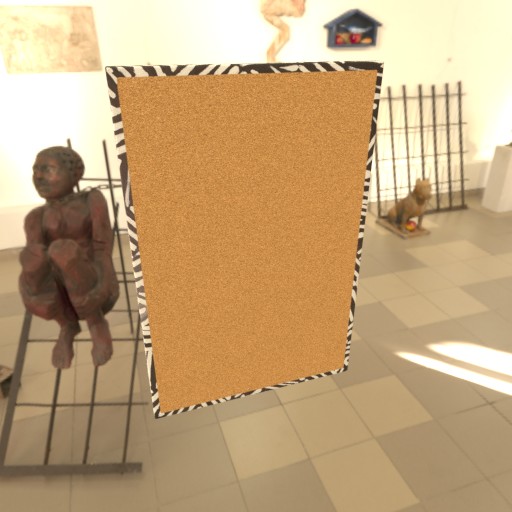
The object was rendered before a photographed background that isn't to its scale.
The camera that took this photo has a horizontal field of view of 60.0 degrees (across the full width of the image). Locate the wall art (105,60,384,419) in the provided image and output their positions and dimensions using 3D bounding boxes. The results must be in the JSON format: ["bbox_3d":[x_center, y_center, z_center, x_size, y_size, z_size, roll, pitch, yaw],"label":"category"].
[{"bbox_3d":[0.000,0.000,1.149,0.615,0.918,0.035,-9,28,-17],"label":"wall art"}]
